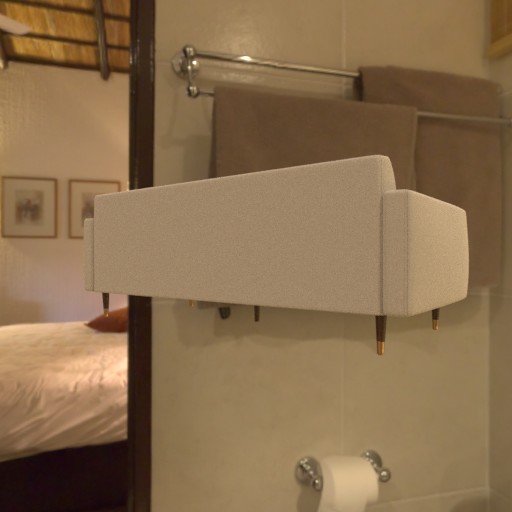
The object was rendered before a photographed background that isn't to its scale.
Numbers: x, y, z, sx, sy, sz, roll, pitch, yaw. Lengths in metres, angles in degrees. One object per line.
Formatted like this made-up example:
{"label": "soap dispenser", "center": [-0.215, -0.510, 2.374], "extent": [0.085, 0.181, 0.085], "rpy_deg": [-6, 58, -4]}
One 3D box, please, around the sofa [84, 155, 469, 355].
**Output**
{"label": "sofa", "center": [0.000, 0.000, 2.740], "extent": [2.291, 0.821, 0.990], "rpy_deg": [0, 0, 37]}
